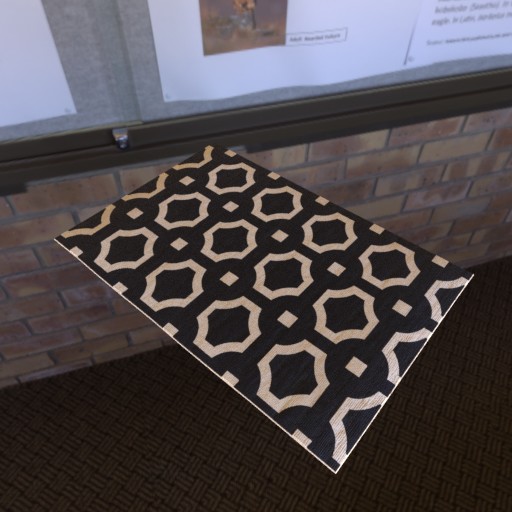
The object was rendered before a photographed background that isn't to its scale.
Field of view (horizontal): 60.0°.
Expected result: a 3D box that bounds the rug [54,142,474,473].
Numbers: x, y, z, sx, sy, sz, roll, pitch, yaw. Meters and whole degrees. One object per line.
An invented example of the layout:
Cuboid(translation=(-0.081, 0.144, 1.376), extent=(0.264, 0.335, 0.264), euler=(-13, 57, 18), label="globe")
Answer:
Cuboid(translation=(0.000, 0.000, 2.899), extent=(2.286, 0.016, 1.555), euler=(32, 55, 26), label="rug")
